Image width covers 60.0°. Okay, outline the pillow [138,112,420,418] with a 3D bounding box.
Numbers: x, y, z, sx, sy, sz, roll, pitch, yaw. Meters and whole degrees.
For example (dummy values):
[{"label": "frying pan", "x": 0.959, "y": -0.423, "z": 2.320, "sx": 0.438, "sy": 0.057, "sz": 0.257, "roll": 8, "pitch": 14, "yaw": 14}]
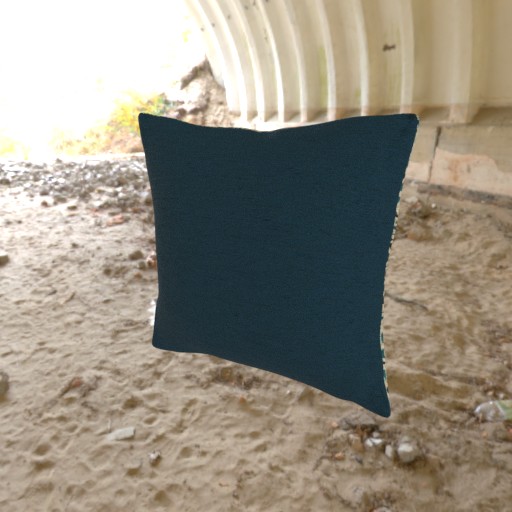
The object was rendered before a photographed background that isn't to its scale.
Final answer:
[{"label": "pillow", "x": 0.000, "y": 0.000, "z": 0.675, "sx": 0.440, "sy": 0.420, "sz": 0.145, "roll": 9, "pitch": 19, "yaw": 27}]
